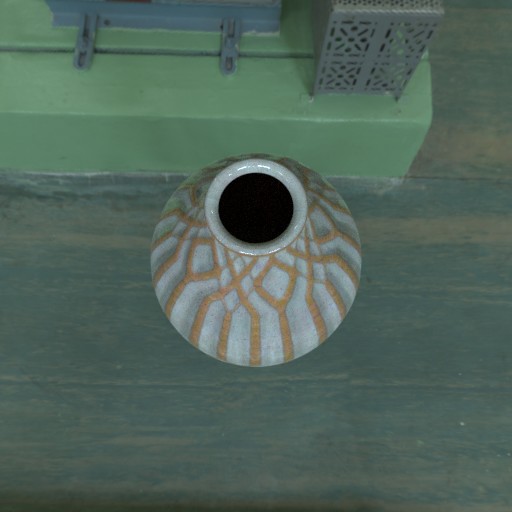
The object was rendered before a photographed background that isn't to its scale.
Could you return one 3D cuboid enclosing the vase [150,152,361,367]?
[{"bbox_3d":[0.000,0.000,0.270,0.131,0.175,0.131,0,76,0],"label":"vase"}]
